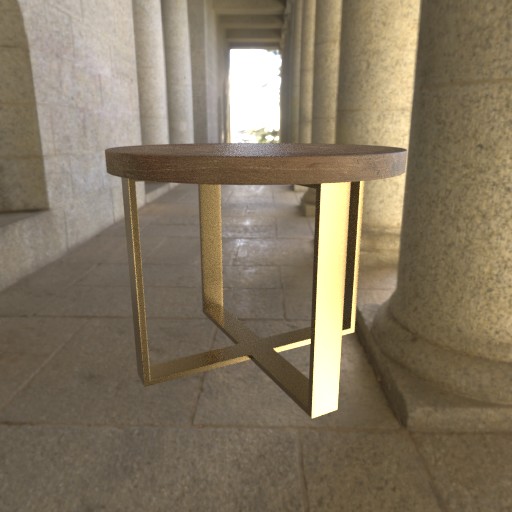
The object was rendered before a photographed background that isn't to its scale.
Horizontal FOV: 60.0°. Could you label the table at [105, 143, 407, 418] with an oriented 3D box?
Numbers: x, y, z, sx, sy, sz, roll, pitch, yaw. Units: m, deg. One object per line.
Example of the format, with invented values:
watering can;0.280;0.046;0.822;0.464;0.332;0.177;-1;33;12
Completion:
table;0.000;0.000;0.920;0.557;0.437;0.557;0;16;0
